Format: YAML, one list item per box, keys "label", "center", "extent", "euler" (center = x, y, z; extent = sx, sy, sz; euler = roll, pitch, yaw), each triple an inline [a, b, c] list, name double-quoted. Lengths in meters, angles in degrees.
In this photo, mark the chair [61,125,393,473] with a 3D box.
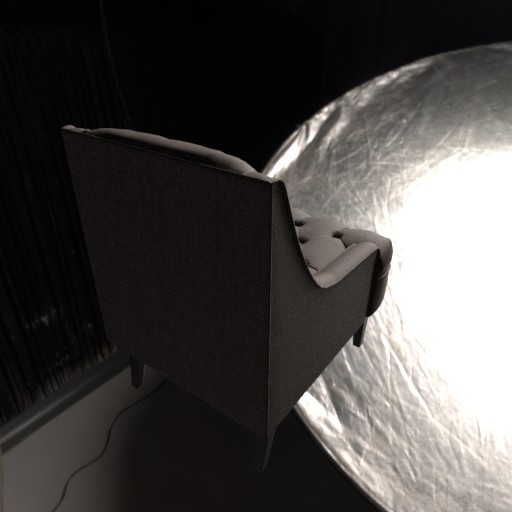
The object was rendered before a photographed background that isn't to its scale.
- label: "chair"
  center: [0.000, 0.000, 1.403]
  extent: [0.655, 0.891, 0.771]
  euler: [20, 36, 31]
